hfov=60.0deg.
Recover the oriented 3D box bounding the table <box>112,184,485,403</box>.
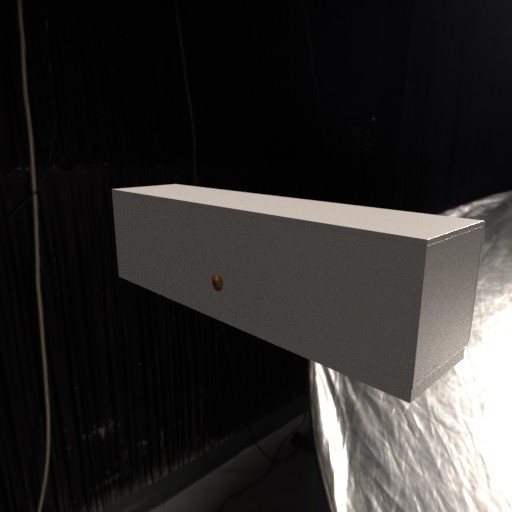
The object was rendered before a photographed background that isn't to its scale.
[{"bbox_3d":[0.000,0.000,1.760,0.400,0.440,1.550,-14,20,-43],"label":"table"}]
